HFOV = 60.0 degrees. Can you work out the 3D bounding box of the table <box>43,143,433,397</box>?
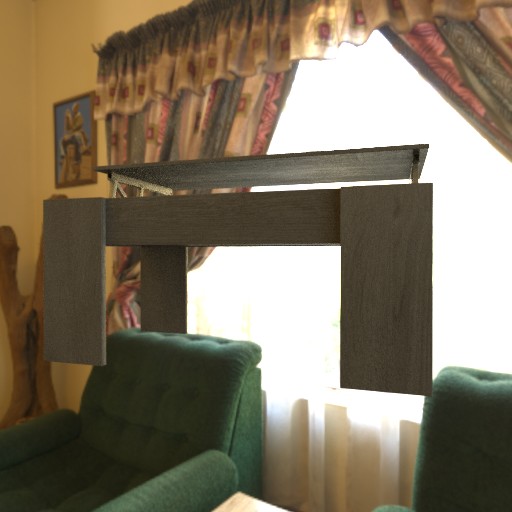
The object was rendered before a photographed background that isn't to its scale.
[{"bbox_3d":[0.000,0.000,1.394,1.000,0.570,0.711,0,0,18],"label":"table"}]
